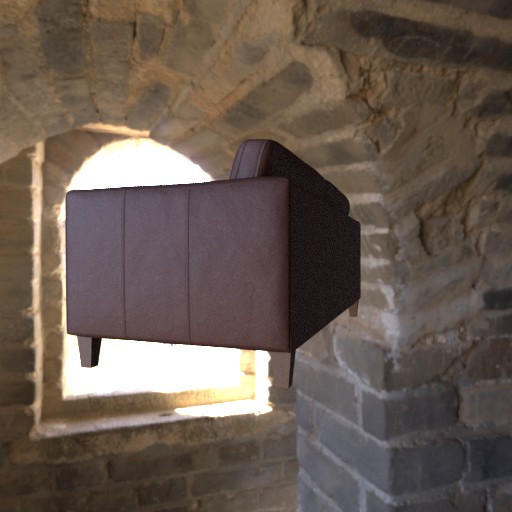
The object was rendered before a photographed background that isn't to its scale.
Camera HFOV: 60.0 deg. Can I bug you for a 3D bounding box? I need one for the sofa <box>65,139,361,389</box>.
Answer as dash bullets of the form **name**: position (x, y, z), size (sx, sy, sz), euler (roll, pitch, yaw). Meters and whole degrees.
- **sofa**: position (0.000, 0.000, 2.448), size (0.923, 0.863, 1.971), euler (0, 0, 20)
